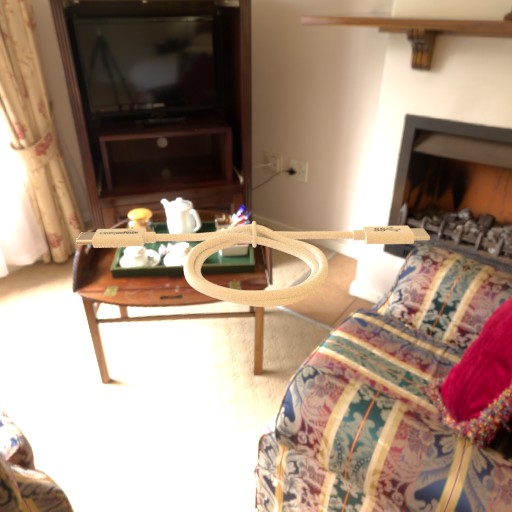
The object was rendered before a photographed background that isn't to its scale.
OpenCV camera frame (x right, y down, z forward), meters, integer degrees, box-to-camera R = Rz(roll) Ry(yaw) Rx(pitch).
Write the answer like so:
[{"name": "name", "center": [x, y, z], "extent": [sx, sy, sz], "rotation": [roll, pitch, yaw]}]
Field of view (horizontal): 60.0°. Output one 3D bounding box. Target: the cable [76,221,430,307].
[{"name": "cable", "center": [0.000, 0.000, 0.213], "extent": [0.186, 0.014, 0.070], "rotation": [-1, 30, -2]}]
